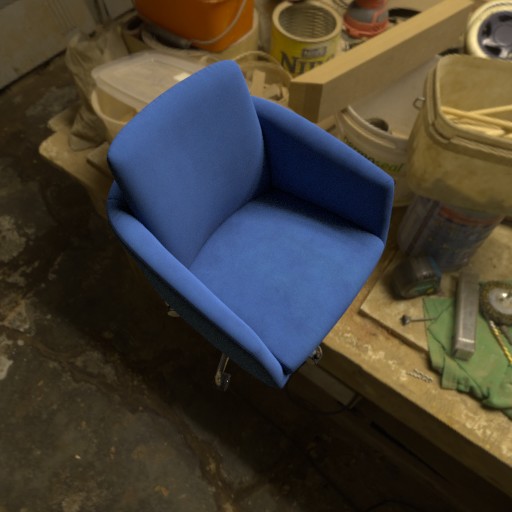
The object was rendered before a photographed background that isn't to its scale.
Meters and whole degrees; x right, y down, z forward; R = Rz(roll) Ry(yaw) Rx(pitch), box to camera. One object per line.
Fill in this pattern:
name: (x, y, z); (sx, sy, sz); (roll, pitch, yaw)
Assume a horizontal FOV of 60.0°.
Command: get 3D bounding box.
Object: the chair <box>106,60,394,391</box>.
chair: (0.000, 0.000, 1.351); (0.635, 0.908, 0.641); (33, 63, 19)
